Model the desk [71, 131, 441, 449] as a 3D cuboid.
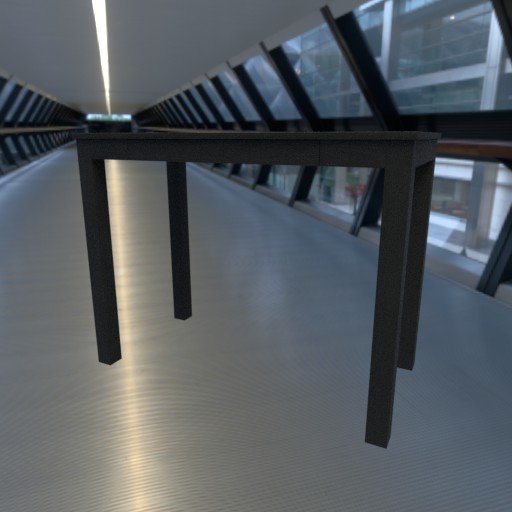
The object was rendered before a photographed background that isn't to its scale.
[{"bbox_3d":[0.000,0.000,1.427,0.991,0.762,0.499,8,17,26],"label":"desk"}]
